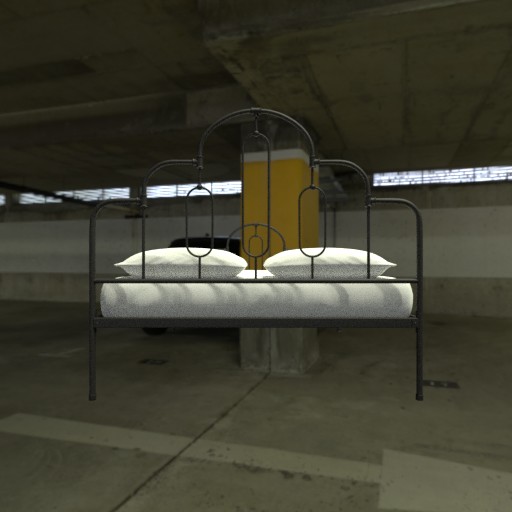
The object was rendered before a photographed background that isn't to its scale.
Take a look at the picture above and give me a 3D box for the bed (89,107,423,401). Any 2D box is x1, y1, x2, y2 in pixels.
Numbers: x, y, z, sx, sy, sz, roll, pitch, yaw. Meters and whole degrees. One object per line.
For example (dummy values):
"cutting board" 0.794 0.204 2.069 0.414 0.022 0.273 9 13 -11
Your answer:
"bed" 0.000 0.000 3.230 1.640 1.429 2.163 0 -1 0
